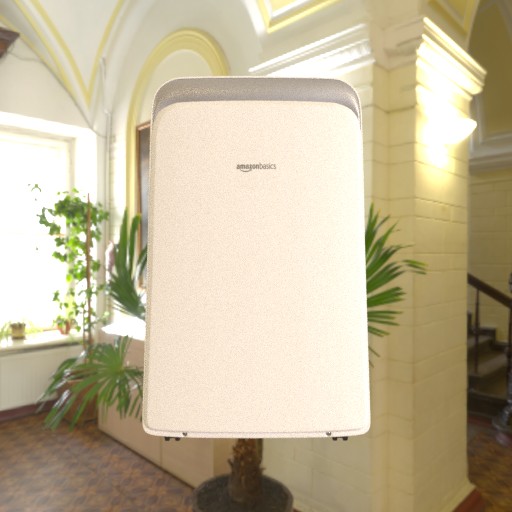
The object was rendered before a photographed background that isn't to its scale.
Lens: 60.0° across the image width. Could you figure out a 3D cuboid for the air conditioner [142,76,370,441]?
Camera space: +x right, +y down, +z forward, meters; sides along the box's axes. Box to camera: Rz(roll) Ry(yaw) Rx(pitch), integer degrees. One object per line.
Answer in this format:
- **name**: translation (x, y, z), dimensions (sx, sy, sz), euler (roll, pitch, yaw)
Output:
- **air conditioner**: translation (0.000, 0.000, 1.076), dimensions (0.478, 0.765, 0.467), euler (0, 0, 0)
